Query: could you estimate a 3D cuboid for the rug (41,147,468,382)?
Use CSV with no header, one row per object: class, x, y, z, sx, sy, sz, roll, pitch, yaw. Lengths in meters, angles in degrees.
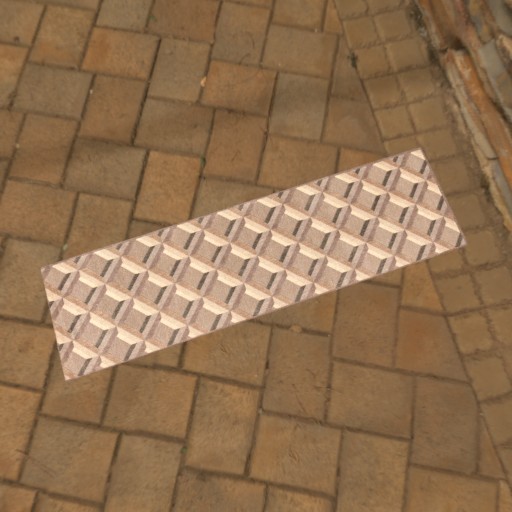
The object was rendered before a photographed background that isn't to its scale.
rug,0.000,0.000,2.612,2.437,0.013,0.685,-18,76,-5
